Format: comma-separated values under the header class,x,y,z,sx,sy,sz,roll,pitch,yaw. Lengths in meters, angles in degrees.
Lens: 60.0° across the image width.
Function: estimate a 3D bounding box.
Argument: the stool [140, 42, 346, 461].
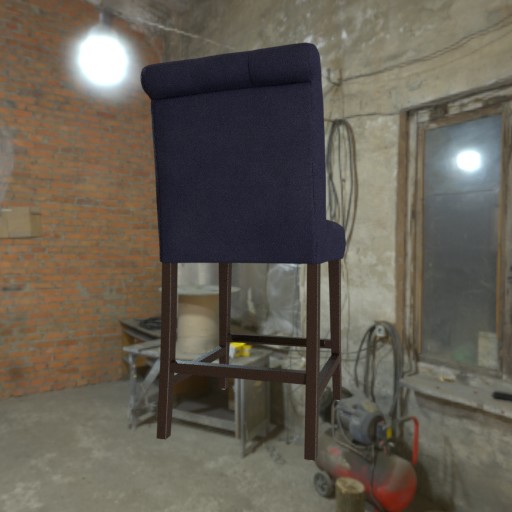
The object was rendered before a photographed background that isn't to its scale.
class,x,y,z,sx,sy,sz,roll,pitch,yaw
stool,0.000,0.000,1.351,0.493,1.010,0.601,0,0,17
